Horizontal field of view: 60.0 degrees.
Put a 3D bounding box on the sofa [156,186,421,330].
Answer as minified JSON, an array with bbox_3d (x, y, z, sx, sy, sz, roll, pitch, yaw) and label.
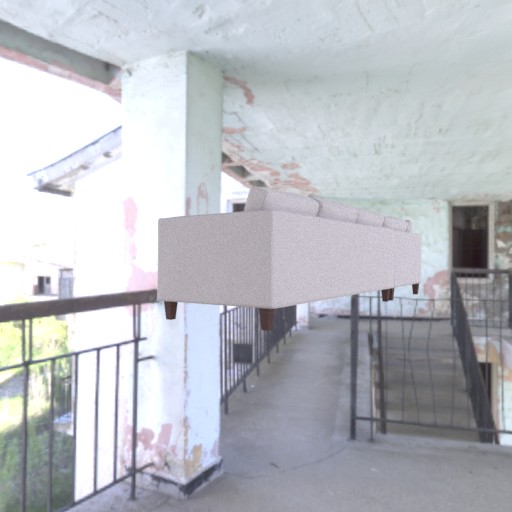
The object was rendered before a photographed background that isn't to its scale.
[{"bbox_3d":[0.000,0.000,4.446,2.432,0.863,3.182,0,0,35],"label":"sofa"}]
